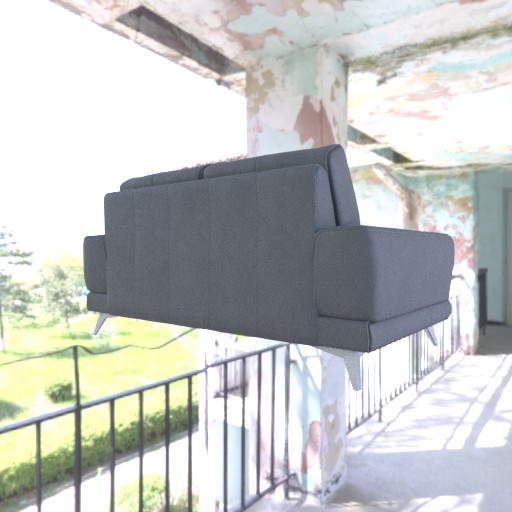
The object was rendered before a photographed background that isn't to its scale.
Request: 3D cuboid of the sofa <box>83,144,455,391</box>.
[{"bbox_3d":[0.000,0.000,2.388,1.806,0.907,1.018,1,1,38],"label":"sofa"}]
